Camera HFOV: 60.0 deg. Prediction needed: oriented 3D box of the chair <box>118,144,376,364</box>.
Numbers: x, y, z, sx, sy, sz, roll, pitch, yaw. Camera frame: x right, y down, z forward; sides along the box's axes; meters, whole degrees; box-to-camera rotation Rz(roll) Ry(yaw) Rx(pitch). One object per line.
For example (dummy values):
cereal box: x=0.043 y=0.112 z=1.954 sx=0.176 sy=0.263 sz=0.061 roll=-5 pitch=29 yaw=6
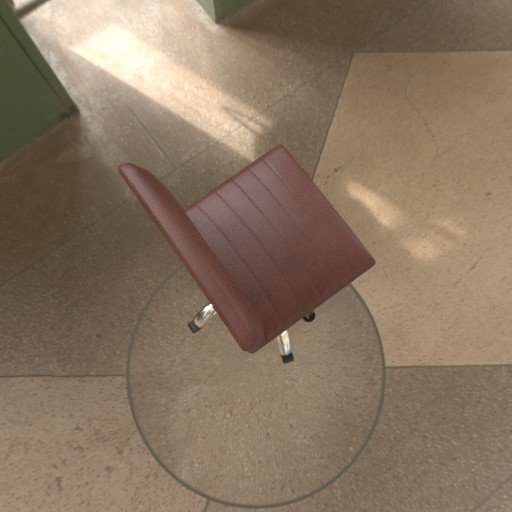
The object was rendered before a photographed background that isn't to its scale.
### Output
chair: x=0.000 y=0.000 z=1.123 sx=0.530 sy=0.780 sz=0.556 roll=-35 pitch=79 yaw=-8
